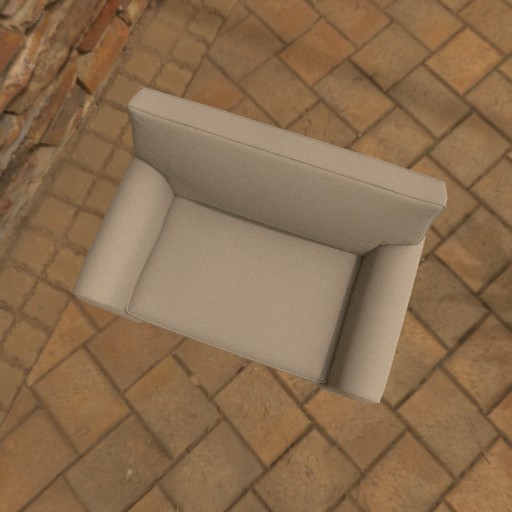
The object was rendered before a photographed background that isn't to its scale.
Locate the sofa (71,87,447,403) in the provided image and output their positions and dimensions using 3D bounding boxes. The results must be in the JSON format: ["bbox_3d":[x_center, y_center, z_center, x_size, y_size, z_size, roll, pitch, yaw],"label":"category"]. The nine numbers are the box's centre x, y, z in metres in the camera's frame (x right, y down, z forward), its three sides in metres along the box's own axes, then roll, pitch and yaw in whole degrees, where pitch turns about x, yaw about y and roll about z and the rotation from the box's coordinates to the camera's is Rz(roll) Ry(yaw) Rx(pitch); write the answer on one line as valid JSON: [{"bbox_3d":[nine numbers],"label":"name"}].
[{"bbox_3d":[0.000,0.000,2.085,1.405,1.006,0.937,19,77,5],"label":"sofa"}]
